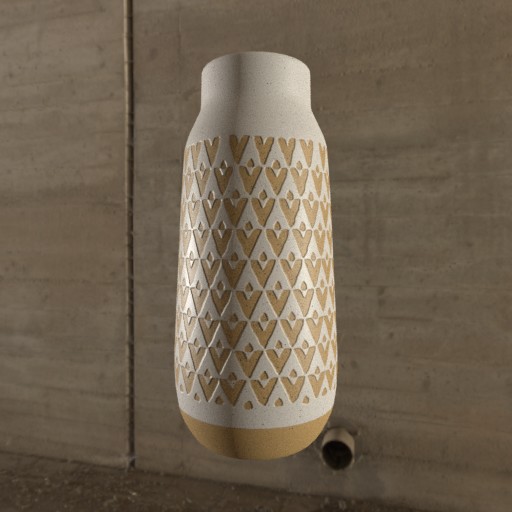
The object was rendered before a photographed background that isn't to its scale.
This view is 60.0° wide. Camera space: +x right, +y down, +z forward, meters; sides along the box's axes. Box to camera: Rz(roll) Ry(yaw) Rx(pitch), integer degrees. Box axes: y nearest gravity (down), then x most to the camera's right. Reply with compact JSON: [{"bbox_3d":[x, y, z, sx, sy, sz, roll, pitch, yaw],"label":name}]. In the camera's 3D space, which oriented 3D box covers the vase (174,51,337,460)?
[{"bbox_3d":[0.000,0.000,0.377,0.137,0.307,0.137,0,2,0],"label":"vase"}]
